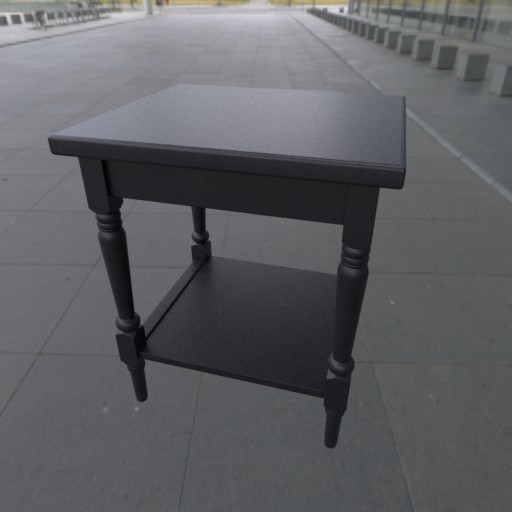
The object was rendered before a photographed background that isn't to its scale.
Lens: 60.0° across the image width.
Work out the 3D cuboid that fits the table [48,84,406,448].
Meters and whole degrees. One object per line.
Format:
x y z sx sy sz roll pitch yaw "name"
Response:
0.000 0.000 0.892 0.488 0.565 0.442 8 32 14 "table"
